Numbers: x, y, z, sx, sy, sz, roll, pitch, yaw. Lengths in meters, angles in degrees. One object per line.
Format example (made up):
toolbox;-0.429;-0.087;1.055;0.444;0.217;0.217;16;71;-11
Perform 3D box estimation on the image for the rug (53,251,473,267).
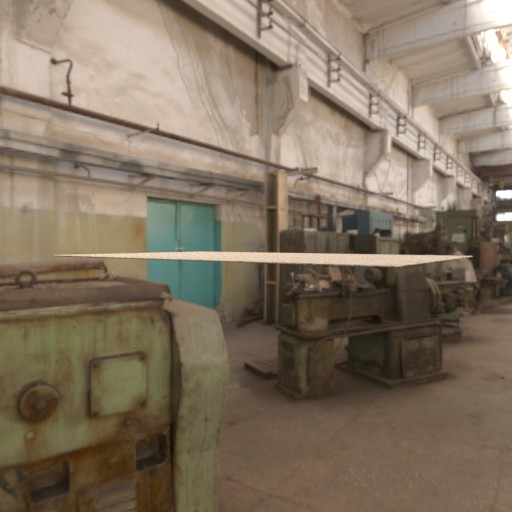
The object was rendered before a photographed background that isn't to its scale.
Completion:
rug;0.000;0.000;3.029;2.442;0.010;1.546;1;2;36
